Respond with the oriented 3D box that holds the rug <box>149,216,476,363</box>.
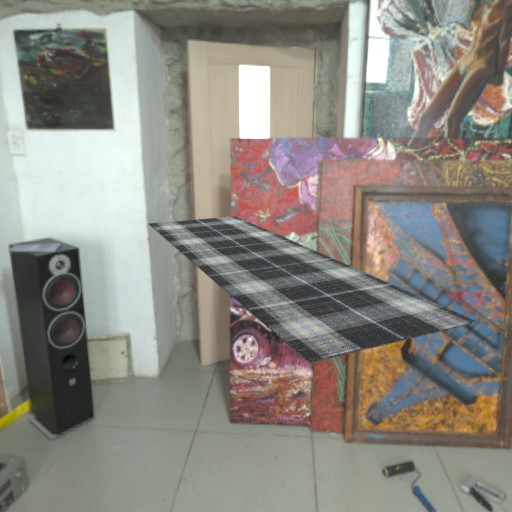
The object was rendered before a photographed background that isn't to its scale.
[{"bbox_3d":[0.000,0.000,2.624,0.760,0.012,2.434,-7,17,-24],"label":"rug"}]
